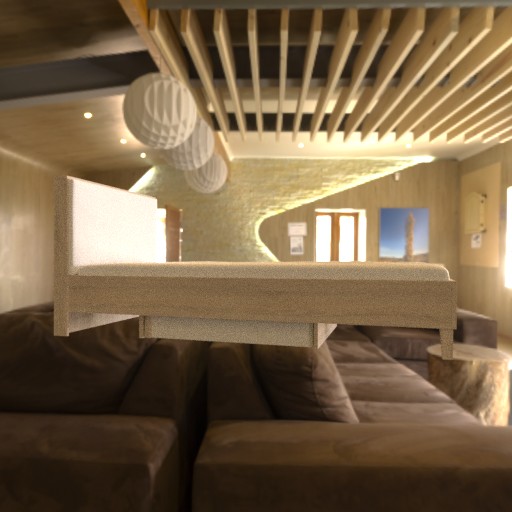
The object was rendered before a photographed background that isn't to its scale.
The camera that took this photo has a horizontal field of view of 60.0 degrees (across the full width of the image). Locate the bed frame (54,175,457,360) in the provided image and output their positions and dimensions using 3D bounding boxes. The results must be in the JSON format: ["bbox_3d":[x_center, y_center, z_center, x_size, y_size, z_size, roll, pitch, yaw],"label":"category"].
[{"bbox_3d":[0.000,0.000,2.719,2.140,0.920,0.990,0,0,17],"label":"bed frame"}]
